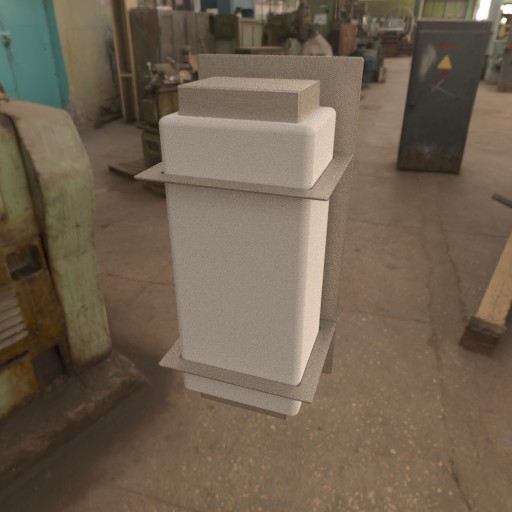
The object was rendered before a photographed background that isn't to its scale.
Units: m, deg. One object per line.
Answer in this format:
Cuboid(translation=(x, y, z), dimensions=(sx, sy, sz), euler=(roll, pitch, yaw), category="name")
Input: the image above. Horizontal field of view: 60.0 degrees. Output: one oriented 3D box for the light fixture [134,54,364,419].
Cuboid(translation=(0.000, 0.000, 0.468), dimensions=(0.168, 0.380, 0.160), euler=(9, 29, 17), category="light fixture")
